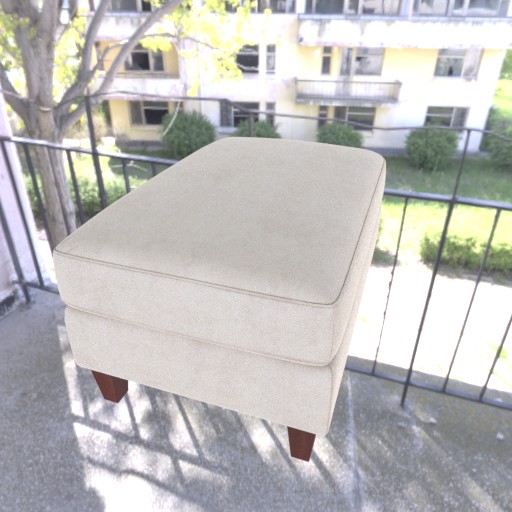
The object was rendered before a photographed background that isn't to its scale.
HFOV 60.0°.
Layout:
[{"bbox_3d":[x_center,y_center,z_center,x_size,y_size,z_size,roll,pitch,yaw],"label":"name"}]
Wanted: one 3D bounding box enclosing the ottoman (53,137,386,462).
[{"bbox_3d":[0.000,0.000,1.196,0.584,0.483,0.864,10,31,17],"label":"ottoman"}]
